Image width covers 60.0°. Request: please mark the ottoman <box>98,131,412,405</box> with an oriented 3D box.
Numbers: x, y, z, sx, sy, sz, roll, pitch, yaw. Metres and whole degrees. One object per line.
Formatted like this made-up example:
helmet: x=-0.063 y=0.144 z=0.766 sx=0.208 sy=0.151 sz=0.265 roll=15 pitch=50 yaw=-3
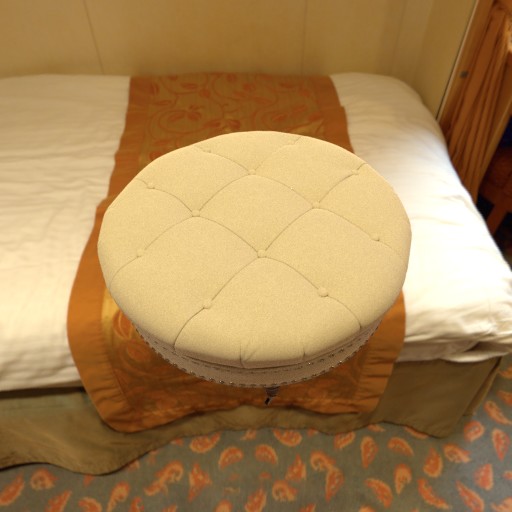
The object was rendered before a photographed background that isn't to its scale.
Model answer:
ottoman: x=0.000 y=0.000 z=1.400 sx=0.901 sy=0.439 sz=0.901 roll=0 pitch=48 yaw=0
